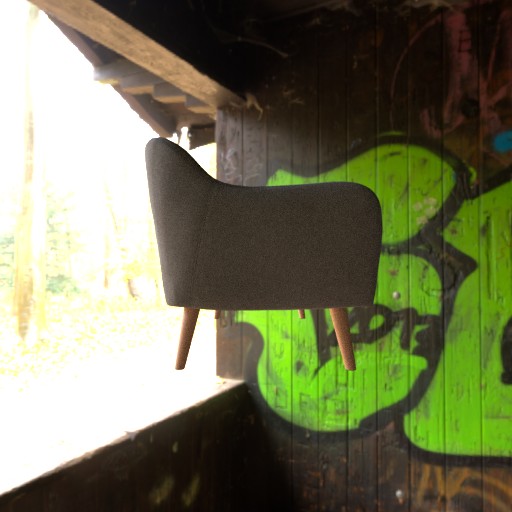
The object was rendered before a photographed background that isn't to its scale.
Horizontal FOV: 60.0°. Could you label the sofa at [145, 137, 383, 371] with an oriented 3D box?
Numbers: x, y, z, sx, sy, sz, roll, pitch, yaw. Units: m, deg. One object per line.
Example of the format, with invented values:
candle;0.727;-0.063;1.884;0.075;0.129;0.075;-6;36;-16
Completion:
sofa;0.000;0.000;2.295;0.820;0.820;1.840;0;-1;0
